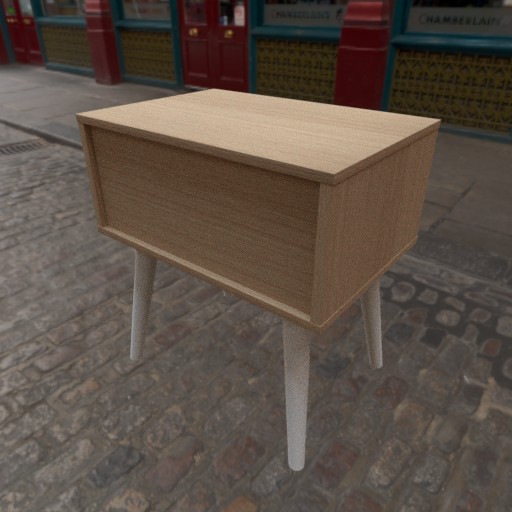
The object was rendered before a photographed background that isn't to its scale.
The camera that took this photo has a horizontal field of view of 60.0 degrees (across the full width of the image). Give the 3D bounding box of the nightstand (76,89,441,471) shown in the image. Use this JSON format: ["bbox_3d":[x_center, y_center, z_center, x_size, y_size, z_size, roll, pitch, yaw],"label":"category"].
[{"bbox_3d":[0.000,0.000,0.991,0.571,0.610,0.407,21,36,33],"label":"nightstand"}]
